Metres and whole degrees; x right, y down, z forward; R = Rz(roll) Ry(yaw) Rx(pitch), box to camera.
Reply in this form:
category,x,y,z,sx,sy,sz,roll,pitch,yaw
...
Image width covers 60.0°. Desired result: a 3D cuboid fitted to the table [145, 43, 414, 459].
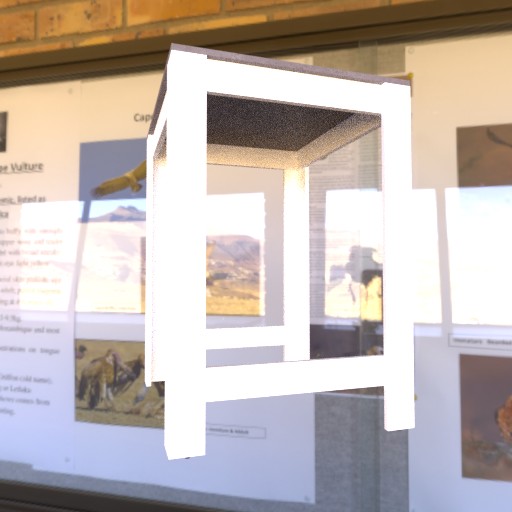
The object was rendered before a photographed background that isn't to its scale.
category,x,y,z,sx,sy,sz,roll,pitch,yaw
table,0.000,0.000,1.566,0.700,1.020,0.800,1,-2,-18
